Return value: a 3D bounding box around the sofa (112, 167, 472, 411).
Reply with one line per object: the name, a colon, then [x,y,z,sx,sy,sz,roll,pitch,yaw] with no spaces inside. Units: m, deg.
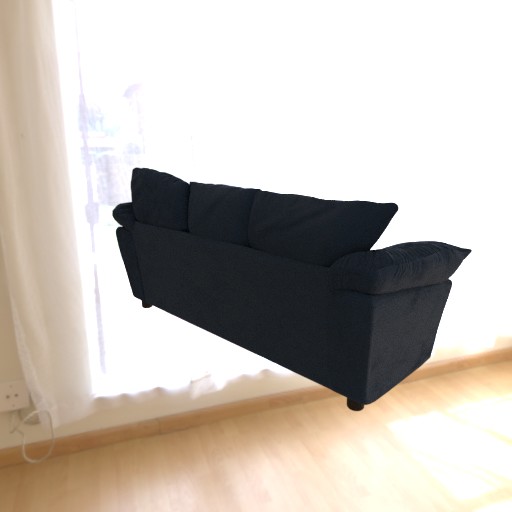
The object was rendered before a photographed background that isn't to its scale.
sofa: [0.000,0.000,2.917,0.907,1.091,2.390,-14,20,-43]
